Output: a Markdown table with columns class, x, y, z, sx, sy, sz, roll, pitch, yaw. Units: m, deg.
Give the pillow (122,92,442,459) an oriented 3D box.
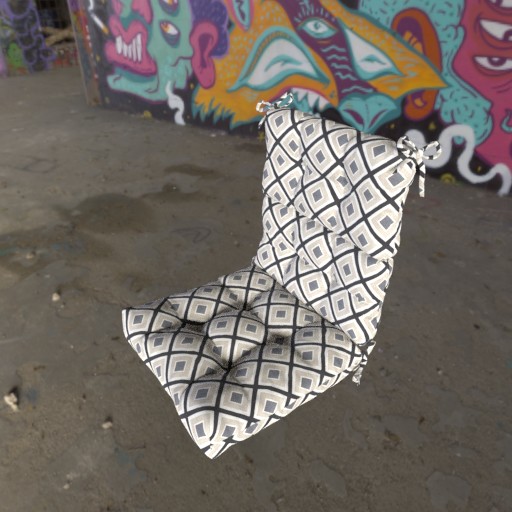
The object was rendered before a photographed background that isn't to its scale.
| class | x | y | z | sx | sy | sz | roll | pitch | yaw |
| --- | --- | --- | --- | --- | --- | --- | --- | --- | --- |
| pillow | 0.000 | 0.000 | 1.043 | 0.571 | 0.605 | 0.519 | -20 | 37 | -29 |
